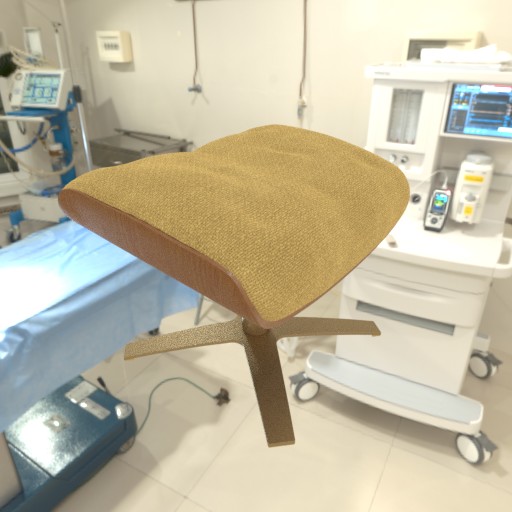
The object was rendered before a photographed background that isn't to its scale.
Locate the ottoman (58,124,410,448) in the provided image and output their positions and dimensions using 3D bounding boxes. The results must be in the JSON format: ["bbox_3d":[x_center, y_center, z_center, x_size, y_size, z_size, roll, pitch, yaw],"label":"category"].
[{"bbox_3d":[0.000,0.000,0.813,0.394,0.391,0.520,18,32,32],"label":"ottoman"}]
